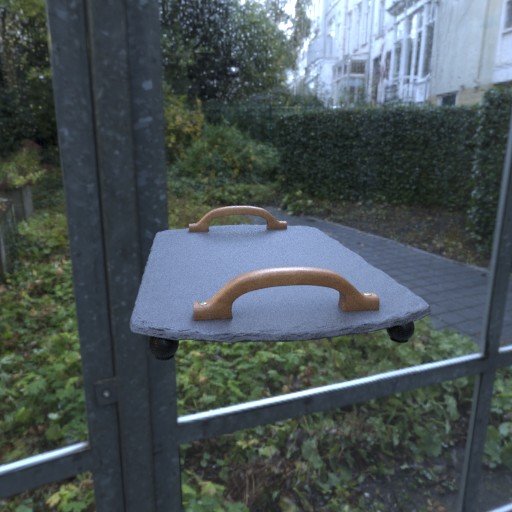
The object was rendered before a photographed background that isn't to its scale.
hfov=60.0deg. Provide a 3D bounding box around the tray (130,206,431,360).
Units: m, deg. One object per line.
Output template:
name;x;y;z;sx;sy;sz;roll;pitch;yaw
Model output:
tray;0.000;0.000;0.472;0.231;0.062;0.387;-2;15;-9
